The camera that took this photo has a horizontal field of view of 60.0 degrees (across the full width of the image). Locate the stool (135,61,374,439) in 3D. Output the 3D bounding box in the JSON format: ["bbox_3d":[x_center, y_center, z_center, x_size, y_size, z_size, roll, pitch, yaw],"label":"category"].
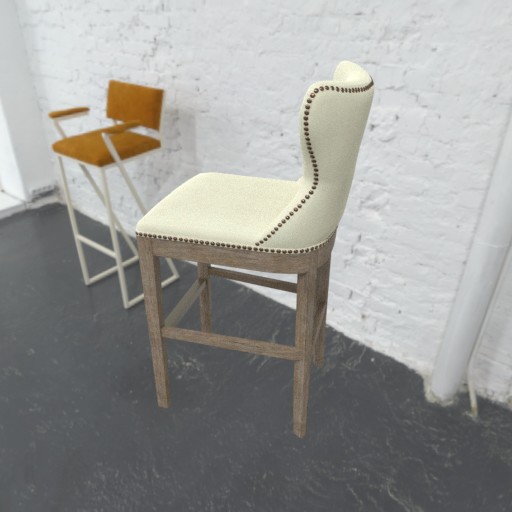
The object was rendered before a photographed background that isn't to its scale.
[{"bbox_3d":[0.000,0.000,1.420,0.606,1.123,0.494,9,31,15],"label":"stool"}]
